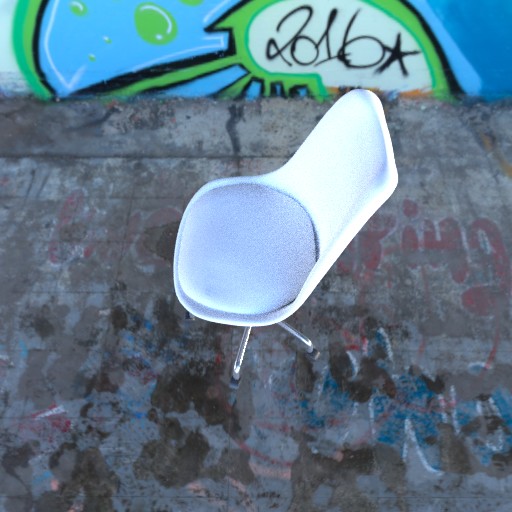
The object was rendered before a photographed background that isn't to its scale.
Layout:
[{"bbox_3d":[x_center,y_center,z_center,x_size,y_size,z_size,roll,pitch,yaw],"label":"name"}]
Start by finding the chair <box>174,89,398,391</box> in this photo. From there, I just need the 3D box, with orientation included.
[{"bbox_3d":[0.000,0.000,1.285,0.550,0.930,0.550,0,59,0],"label":"chair"}]
